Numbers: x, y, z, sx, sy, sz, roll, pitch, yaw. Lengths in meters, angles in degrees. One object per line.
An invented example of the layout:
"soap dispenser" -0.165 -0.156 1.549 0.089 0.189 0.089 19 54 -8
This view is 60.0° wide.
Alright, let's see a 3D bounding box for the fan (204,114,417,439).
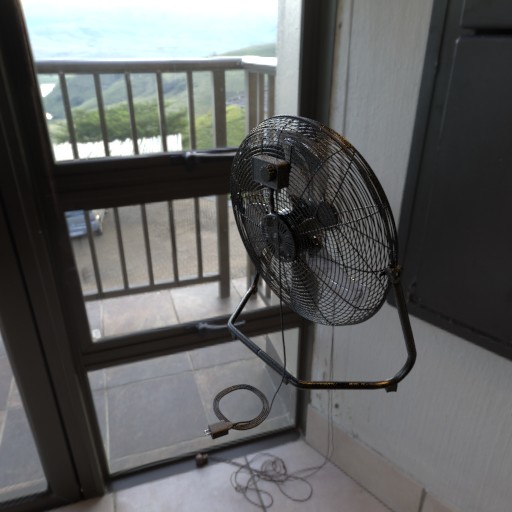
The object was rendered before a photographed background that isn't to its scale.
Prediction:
"fan" 0.000 0.000 0.922 0.424 0.546 0.555 -18 32 -32
